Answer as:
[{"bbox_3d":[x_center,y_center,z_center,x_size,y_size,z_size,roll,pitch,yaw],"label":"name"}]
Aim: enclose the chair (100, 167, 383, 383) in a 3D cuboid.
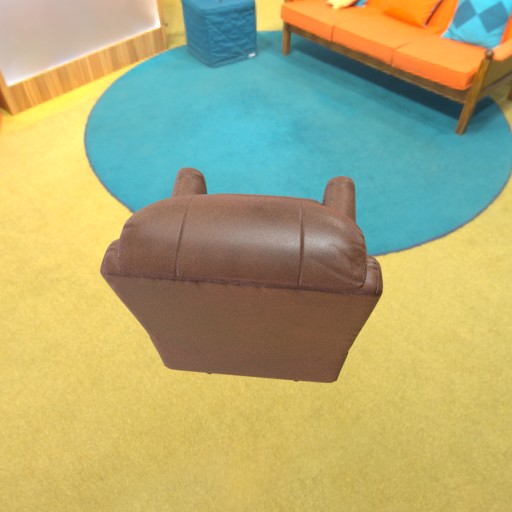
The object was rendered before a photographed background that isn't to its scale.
[{"bbox_3d":[0.000,0.000,1.800,0.838,1.054,1.014,4,47,4],"label":"chair"}]
